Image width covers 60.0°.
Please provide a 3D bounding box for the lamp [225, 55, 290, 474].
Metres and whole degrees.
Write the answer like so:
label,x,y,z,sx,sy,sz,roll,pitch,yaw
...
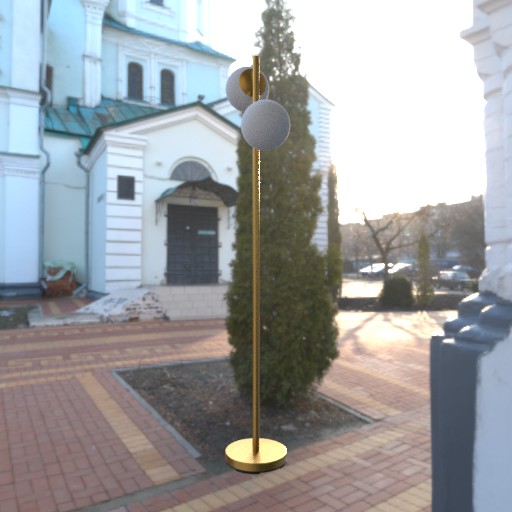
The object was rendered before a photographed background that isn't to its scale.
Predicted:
label,x,y,z,sx,sy,sz,roll,pitch,yaw
lamp,0.000,0.000,1.800,0.249,1.641,0.419,0,-2,-19
